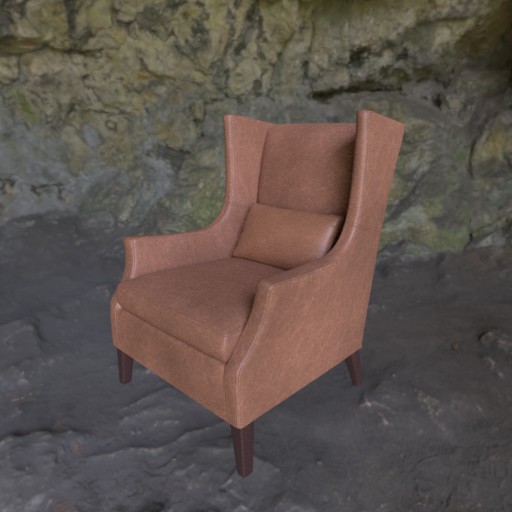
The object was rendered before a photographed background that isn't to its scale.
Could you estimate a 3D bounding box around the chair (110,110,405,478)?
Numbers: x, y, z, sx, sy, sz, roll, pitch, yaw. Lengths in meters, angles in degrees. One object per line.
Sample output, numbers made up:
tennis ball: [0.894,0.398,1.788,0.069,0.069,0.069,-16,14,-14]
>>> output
chair: [0.000,0.000,1.749,0.815,1.088,0.913,15,22,43]
